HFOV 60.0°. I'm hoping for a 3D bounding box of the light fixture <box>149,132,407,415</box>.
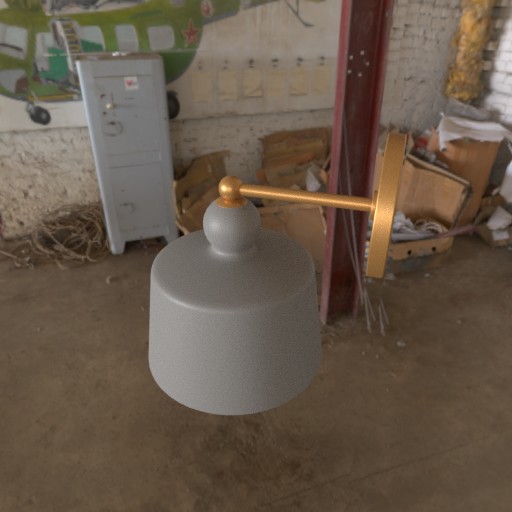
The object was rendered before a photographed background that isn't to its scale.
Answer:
[{"bbox_3d":[0.000,0.000,0.457,0.254,0.268,0.204,9,32,15],"label":"light fixture"}]
